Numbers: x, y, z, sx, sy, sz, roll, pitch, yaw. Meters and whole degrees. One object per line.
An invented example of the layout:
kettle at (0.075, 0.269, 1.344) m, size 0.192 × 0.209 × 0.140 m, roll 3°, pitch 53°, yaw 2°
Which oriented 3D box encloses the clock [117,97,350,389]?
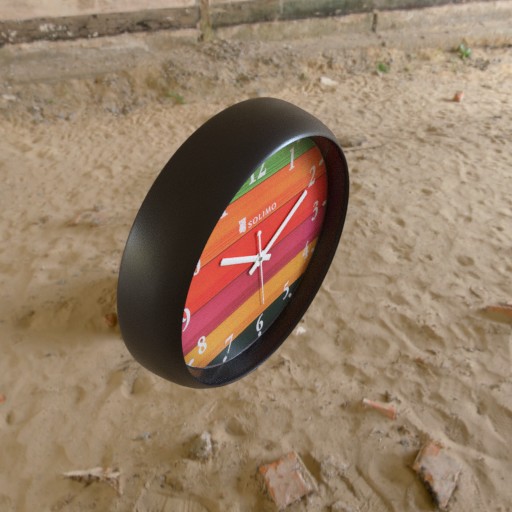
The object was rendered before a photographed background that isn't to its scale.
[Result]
clock at (0.000, 0.000, 0.449) m, size 0.060 × 0.300 × 0.300 m, roll 28°, pitch 48°, yaw 28°
